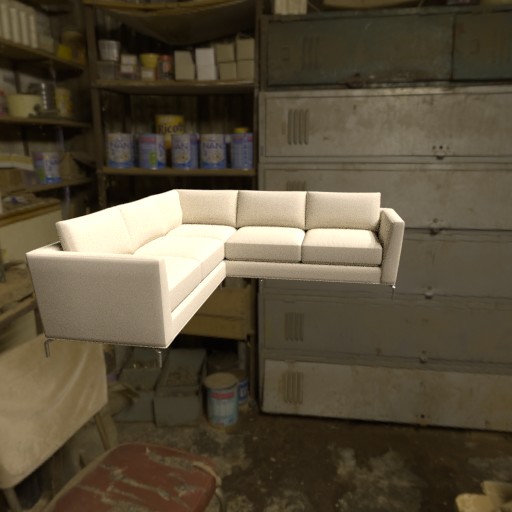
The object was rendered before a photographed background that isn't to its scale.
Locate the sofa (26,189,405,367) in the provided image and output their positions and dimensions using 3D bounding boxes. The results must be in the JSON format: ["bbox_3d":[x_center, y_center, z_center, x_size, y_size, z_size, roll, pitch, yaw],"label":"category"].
[{"bbox_3d":[0.000,0.000,3.669,2.448,0.867,2.430,2,14,10],"label":"sofa"}]
